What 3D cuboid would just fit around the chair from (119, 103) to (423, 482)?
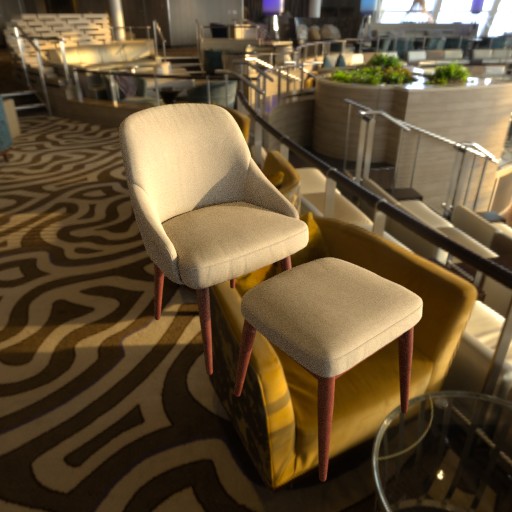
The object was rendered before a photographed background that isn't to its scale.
[{"bbox_3d":[0.000,0.000,1.546,0.584,0.866,1.114,-21,35,-33],"label":"chair"}]
